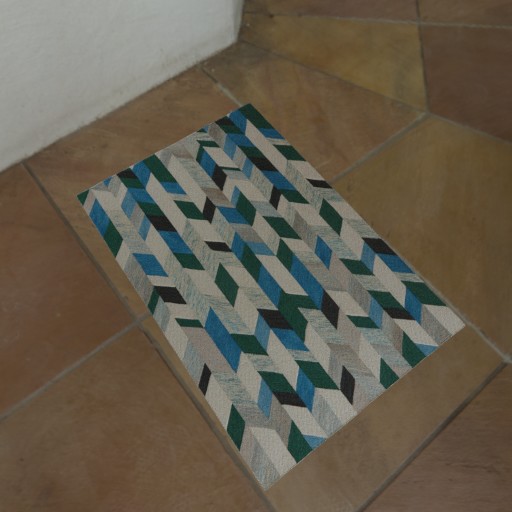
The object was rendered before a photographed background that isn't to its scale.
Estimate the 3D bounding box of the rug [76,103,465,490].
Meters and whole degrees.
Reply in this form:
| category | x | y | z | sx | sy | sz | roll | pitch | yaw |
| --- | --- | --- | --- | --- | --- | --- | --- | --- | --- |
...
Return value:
| category | x | y | z | sx | sy | sz | roll | pitch | yaw |
| --- | --- | --- | --- | --- | --- | --- | --- | --- | --- |
| rug | 0.000 | 0.000 | 2.346 | 1.229 | 0.005 | 1.827 | -33 | 68 | -15 |
